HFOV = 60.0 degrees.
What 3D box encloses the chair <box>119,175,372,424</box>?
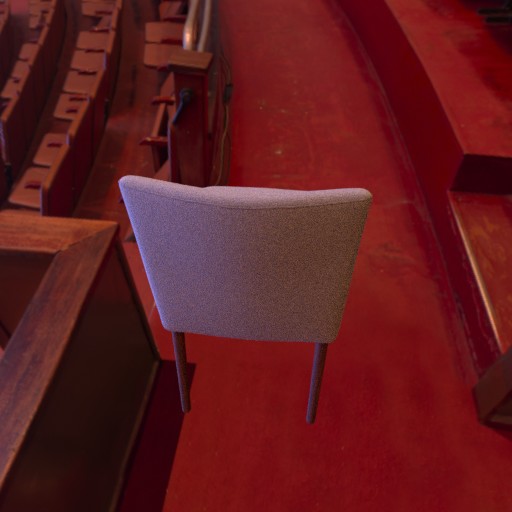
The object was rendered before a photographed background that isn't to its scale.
[{"bbox_3d":[0.000,0.000,1.199,0.456,0.859,0.570,4,47,4],"label":"chair"}]
